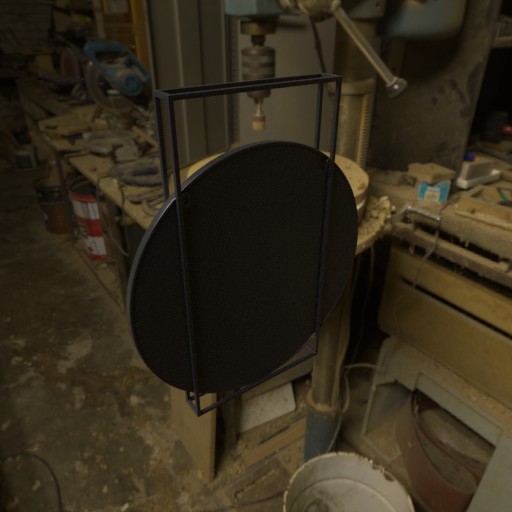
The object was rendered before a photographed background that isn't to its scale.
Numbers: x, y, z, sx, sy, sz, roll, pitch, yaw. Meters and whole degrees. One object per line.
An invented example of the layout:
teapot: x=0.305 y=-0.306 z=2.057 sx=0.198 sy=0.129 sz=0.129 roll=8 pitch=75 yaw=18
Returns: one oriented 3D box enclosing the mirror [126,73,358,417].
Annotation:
mirror: x=0.000 y=0.000 z=0.819 sx=0.508 sy=0.603 sz=0.051 roll=-19 pitch=35 yaw=-30
